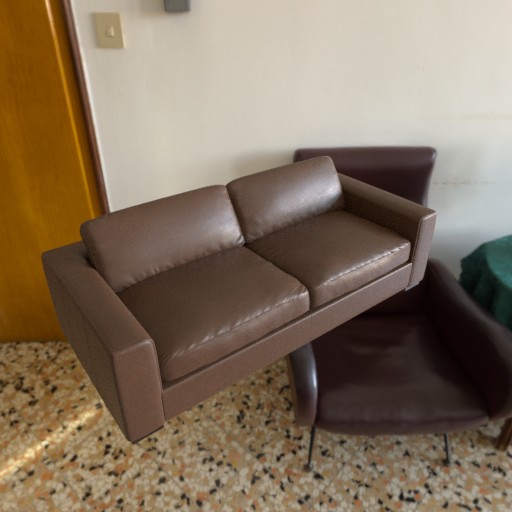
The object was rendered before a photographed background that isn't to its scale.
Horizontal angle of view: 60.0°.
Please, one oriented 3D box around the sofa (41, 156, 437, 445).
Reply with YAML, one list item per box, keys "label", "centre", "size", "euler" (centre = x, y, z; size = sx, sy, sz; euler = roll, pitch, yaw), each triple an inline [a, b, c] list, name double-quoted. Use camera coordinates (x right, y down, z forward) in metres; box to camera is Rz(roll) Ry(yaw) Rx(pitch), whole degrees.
- label: "sofa"
  centre: [0.000, 0.000, 2.789]
  size: [2.262, 0.801, 1.070]
  euler: [-21, 37, -31]
